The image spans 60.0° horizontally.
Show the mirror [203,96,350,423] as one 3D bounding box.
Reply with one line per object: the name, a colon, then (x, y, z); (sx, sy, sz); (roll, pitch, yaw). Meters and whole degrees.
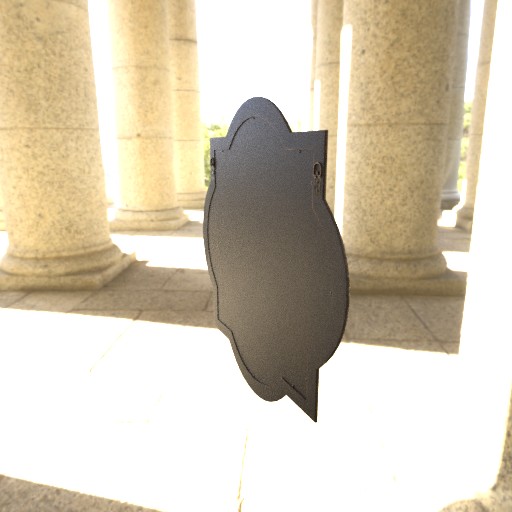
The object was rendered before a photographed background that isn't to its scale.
mirror: (0.000, 0.000, 1.035); (0.019, 0.686, 0.686); (-6, 15, -25)
